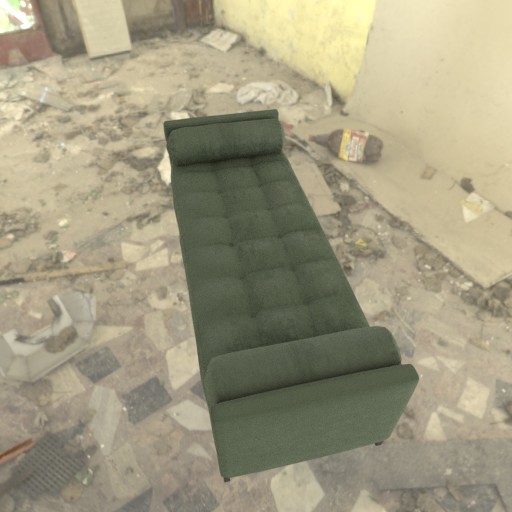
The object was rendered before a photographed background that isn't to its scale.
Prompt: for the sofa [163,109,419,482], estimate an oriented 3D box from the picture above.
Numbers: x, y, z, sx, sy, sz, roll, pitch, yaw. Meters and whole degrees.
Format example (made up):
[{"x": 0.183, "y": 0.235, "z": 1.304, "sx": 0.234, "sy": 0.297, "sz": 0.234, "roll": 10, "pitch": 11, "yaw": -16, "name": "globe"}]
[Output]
[{"x": 0.000, "y": 0.000, "z": 2.492, "sx": 0.817, "sy": 0.681, "sz": 2.130, "roll": -9, "pitch": 47, "yaw": -9, "name": "sofa"}]
